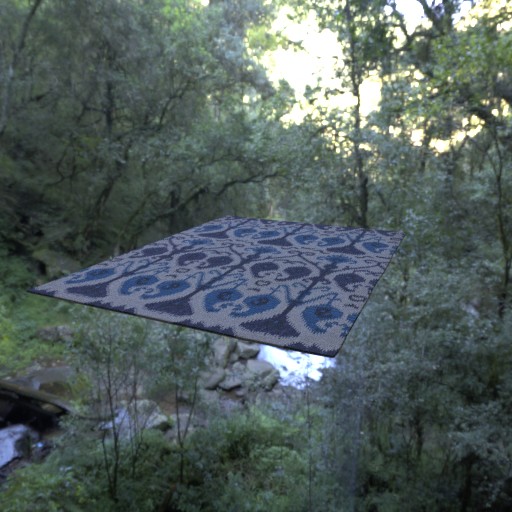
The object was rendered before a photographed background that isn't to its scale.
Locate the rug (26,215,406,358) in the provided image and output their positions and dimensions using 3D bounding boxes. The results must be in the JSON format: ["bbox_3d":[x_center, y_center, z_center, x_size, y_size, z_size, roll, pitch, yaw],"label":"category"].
[{"bbox_3d":[0.000,0.000,4.329,2.443,0.024,3.228,8,18,24],"label":"rug"}]
